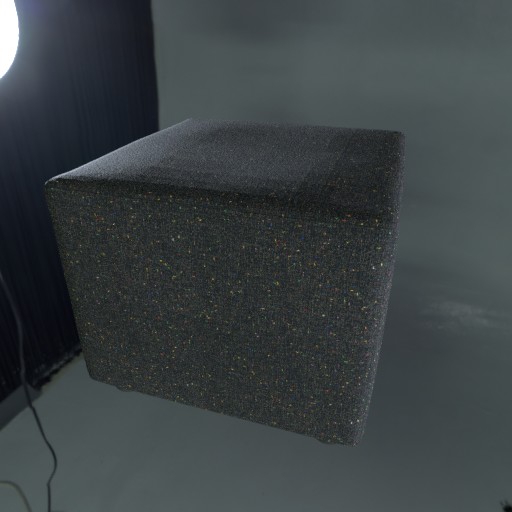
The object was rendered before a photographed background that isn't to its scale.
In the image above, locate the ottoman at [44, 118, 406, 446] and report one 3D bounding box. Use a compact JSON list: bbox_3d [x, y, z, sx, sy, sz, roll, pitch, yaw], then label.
[{"bbox_3d":[0.000,0.000,0.865,0.508,0.432,0.508,9,29,16],"label":"ottoman"}]
